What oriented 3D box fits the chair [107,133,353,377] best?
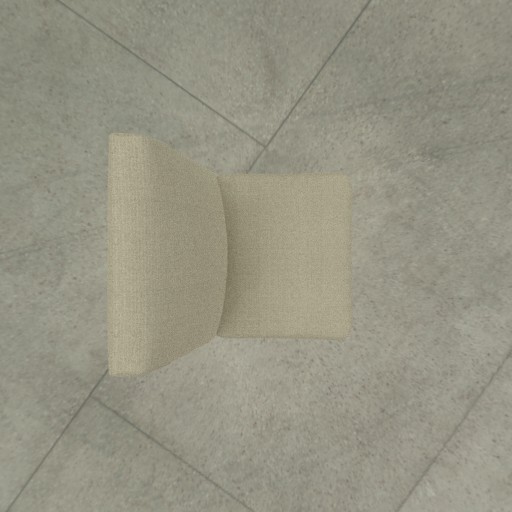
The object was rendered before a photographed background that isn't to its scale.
[{"bbox_3d":[0.000,0.000,1.296,0.586,0.911,0.507,0,90,0],"label":"chair"}]
